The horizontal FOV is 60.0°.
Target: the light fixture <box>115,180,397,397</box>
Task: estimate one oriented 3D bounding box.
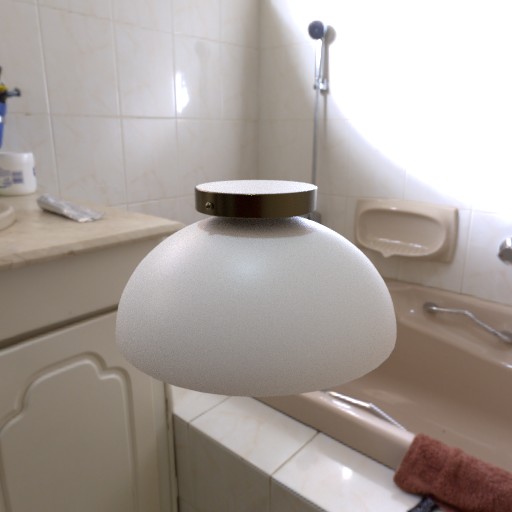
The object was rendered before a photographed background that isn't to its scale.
[{"bbox_3d":[0.000,0.000,0.562,0.355,0.177,0.355,0,15,0],"label":"light fixture"}]
